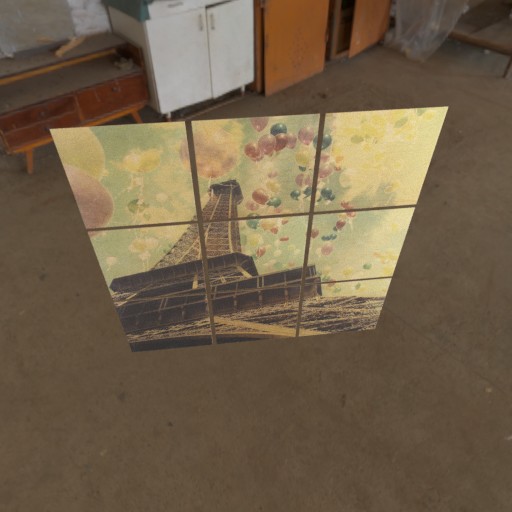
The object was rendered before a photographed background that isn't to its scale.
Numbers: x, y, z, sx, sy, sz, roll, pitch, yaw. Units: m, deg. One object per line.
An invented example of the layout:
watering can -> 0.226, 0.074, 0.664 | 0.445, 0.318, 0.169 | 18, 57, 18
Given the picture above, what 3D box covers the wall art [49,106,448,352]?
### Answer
wall art -> 0.000, 0.000, 2.216 | 1.517, 1.505, 0.002 | -5, 46, -5
